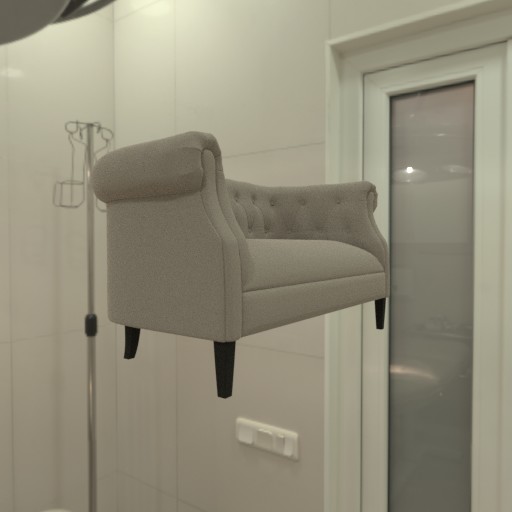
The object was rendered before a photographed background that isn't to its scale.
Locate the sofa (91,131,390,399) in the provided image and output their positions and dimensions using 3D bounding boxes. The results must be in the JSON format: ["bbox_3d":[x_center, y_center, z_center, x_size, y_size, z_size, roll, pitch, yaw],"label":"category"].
[{"bbox_3d":[0.000,0.000,2.113,0.835,0.827,1.558,1,2,36],"label":"sofa"}]
